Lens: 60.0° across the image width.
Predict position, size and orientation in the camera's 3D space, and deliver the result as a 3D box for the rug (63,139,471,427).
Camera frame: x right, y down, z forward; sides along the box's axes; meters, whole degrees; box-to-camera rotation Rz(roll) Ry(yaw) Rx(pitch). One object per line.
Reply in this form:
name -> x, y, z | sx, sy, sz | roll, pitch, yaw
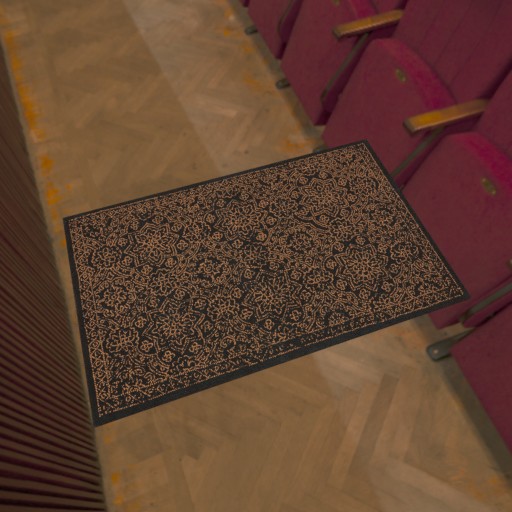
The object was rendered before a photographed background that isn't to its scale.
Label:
rug -> 0.000, 0.000, 3.048 | 2.441, 0.015, 1.526 | -17, 60, -10
